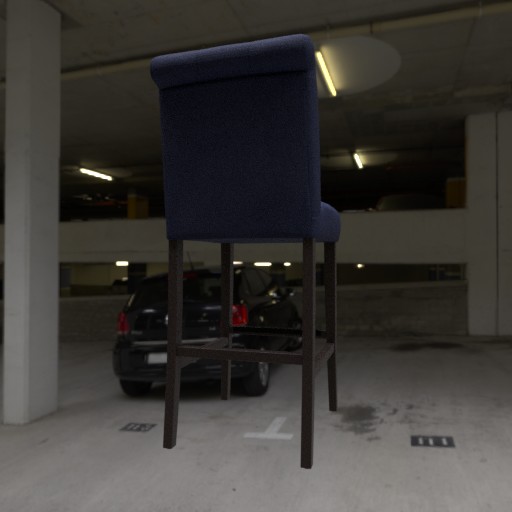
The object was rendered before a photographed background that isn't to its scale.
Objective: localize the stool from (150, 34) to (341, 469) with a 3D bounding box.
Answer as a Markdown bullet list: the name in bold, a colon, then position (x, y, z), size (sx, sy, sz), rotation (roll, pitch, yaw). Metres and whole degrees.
- **stool**: position (0.000, 0.000, 1.445), size (0.493, 1.140, 0.601), rotation (0, -1, 18)
